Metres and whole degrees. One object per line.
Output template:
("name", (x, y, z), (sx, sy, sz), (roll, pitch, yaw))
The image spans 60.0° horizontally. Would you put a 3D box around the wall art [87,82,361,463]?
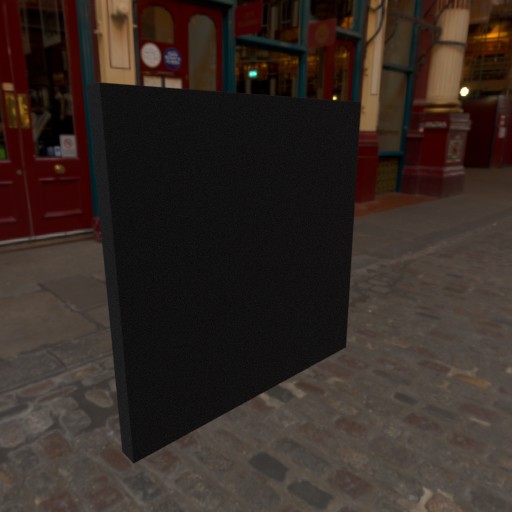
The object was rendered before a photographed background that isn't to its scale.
("wall art", (0.000, 0.000, 0.670), (0.462, 0.458, 0.030), (-14, 21, -42))
